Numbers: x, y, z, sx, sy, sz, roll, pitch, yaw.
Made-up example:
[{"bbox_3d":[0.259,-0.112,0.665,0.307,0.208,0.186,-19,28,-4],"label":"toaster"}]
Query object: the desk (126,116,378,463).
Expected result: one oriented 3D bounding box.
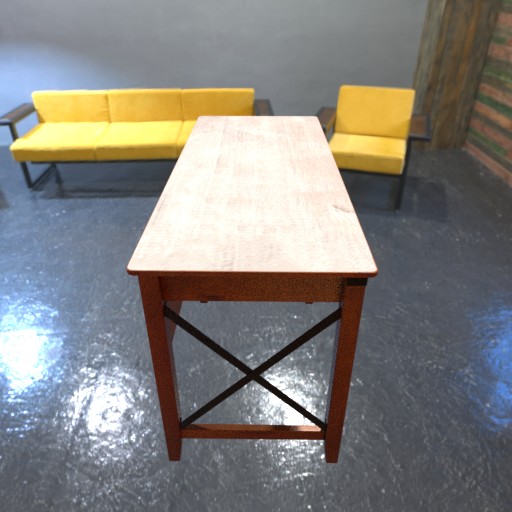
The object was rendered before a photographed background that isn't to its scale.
[{"bbox_3d":[0.000,0.000,1.768,0.574,0.756,1.353,0,32,1],"label":"desk"}]
